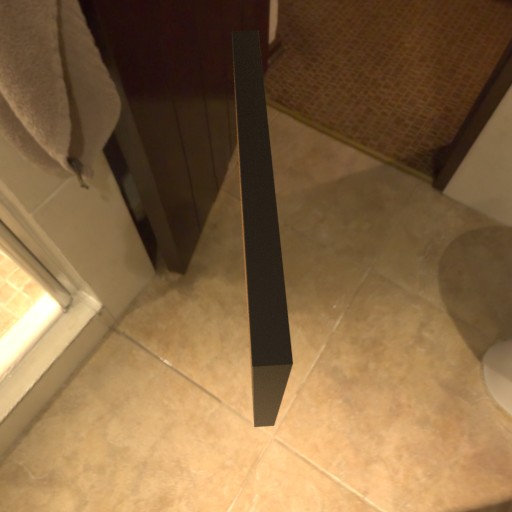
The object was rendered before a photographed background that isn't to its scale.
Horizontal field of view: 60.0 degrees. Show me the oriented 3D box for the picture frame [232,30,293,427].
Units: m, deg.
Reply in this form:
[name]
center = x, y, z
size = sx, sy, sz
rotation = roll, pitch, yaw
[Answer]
[picture frame]
center = 0.000, 0.000, 0.544
size = 0.029, 0.353, 0.355
rotation = -3, 63, -2
